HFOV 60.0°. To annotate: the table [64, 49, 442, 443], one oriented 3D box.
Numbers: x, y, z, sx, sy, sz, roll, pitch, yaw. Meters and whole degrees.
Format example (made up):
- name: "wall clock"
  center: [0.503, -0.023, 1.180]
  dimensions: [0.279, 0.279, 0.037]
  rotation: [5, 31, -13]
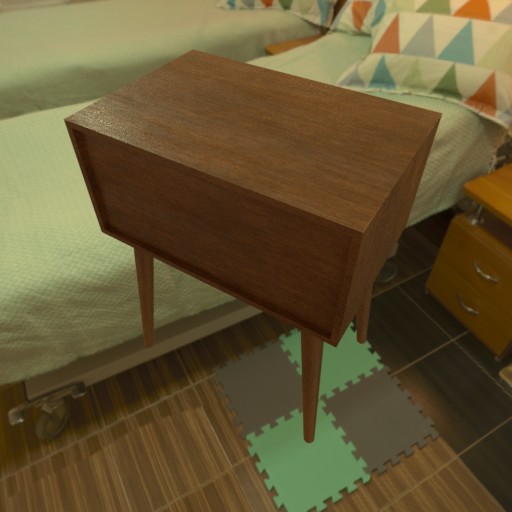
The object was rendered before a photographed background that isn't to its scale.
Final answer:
- name: "table"
  center: [0.000, 0.000, 0.846]
  dimensions: [0.454, 0.580, 0.307]
  rotation: [24, 50, 22]
